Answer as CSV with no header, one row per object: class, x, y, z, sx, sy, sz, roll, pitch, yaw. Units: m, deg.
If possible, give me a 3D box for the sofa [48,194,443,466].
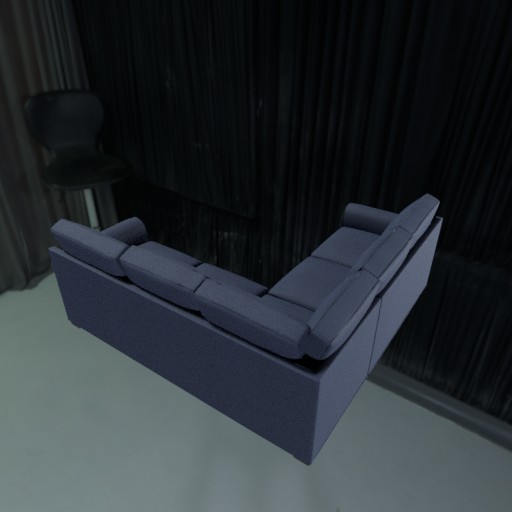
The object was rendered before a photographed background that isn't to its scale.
sofa,0.000,0.000,4.006,2.562,1.042,2.487,20,37,29
